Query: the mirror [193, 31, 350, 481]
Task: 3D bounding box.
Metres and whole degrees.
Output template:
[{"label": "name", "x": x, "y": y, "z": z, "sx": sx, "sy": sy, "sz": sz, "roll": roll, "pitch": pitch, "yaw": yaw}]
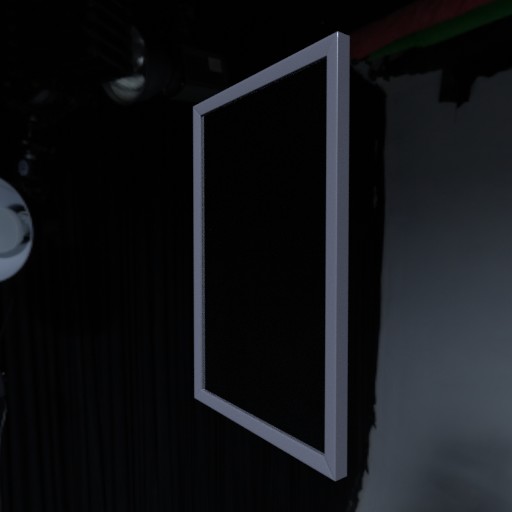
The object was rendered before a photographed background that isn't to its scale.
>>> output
[{"label": "mirror", "x": 0.000, "y": 0.000, "z": 1.158, "sx": 0.040, "sy": 0.915, "sz": 0.609, "roll": -1, "pitch": 2, "yaw": -36}]
